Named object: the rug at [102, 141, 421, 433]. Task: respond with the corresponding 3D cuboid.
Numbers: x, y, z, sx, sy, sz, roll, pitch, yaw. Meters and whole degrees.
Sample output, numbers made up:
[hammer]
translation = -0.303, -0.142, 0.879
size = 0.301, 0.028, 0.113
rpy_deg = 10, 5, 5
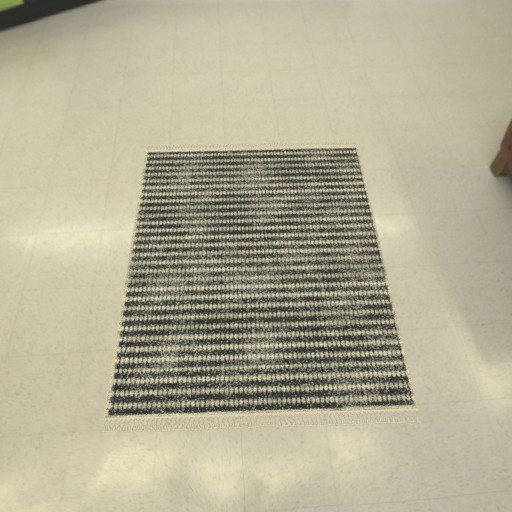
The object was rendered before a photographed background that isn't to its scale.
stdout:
[rug]
translation = 0.000, 0.000, 3.923
size = 2.256, 0.013, 2.910
rpy_deg = -1, 56, -1
